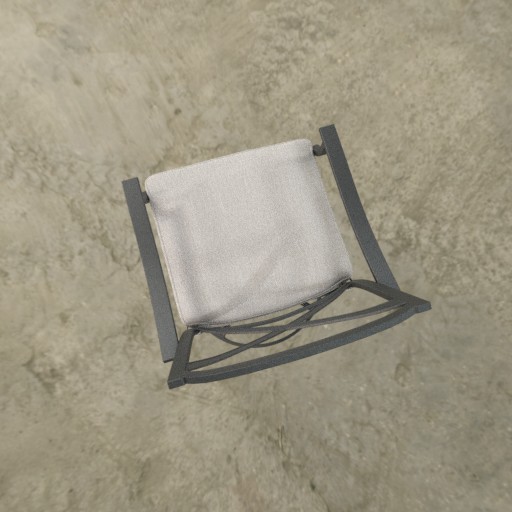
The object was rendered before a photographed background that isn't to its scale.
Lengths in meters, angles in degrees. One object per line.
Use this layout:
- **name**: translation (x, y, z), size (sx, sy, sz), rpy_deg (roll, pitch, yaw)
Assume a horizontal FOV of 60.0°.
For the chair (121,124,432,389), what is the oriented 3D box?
- **chair**: translation (0.000, 0.000, 1.277), size (0.575, 0.889, 0.620), rpy_deg (-16, 76, -4)
